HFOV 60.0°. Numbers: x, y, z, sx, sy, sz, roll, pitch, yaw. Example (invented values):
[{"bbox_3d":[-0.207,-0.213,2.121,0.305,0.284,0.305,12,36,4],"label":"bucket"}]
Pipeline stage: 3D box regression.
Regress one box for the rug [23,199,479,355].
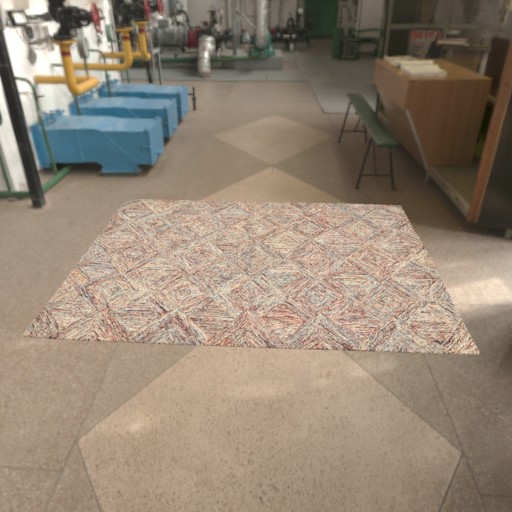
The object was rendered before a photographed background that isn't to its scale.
[{"bbox_3d":[0.000,0.000,4.120,3.226,0.024,2.436,2,31,3],"label":"rug"}]
